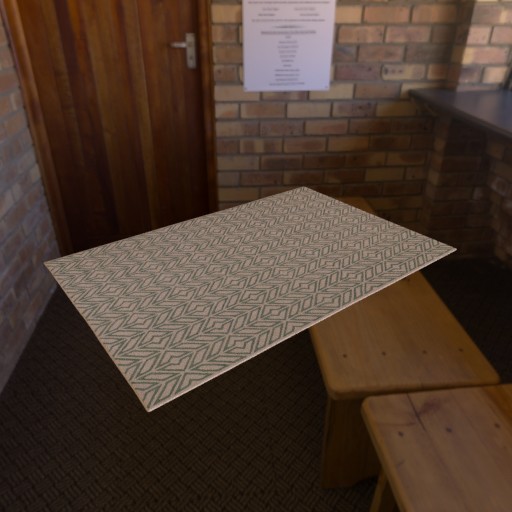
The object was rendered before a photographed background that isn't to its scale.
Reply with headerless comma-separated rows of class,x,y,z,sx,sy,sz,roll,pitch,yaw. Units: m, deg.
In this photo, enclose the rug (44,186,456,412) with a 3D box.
rug,0.000,0.000,2.354,1.828,0.007,1.220,-21,35,-32
